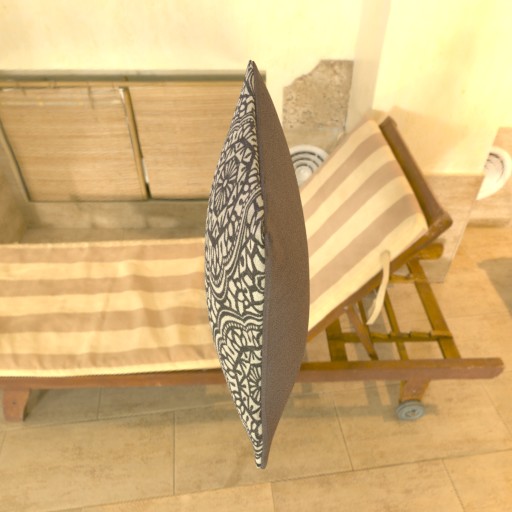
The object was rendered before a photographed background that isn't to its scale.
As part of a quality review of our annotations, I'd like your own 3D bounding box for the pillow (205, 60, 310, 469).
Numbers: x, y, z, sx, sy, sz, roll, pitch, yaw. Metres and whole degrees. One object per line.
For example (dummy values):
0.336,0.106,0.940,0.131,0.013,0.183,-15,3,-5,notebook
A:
0.000,0.000,0.641,0.148,0.417,0.436,-1,41,-1,pillow
